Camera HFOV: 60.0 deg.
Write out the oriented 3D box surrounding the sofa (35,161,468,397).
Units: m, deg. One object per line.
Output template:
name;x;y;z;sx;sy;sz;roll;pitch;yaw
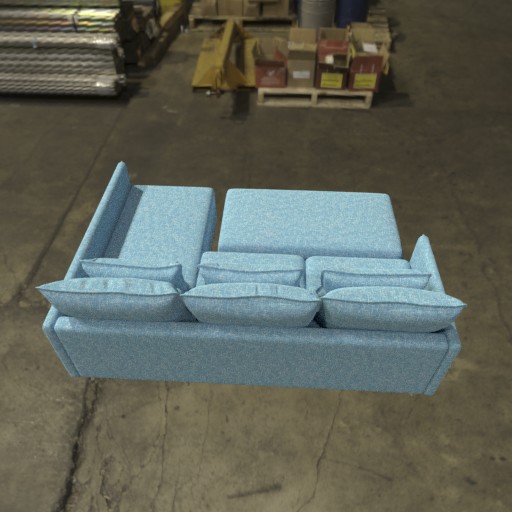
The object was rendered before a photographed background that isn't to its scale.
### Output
sofa;0.000;0.000;2.734;2.034;0.899;1.420;2;46;2
